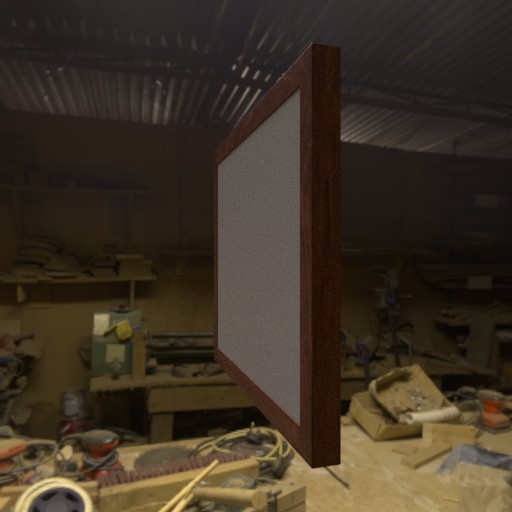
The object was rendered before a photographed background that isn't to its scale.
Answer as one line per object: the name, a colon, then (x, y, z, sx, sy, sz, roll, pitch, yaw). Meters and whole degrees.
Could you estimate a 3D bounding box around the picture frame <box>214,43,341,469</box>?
picture frame: (0.000, 0.000, 0.529, 0.025, 0.330, 0.381, 0, 0, -17)
